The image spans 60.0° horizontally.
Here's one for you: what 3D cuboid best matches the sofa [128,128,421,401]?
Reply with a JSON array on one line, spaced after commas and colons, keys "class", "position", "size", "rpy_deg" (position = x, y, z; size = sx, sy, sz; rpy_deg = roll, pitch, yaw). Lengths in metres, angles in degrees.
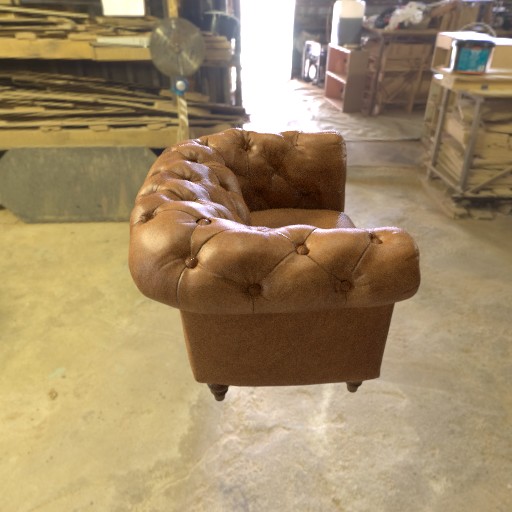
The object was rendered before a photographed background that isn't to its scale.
[{"class": "sofa", "position": [0.000, 0.000, 2.091], "size": [1.033, 0.878, 1.405], "rpy_deg": [-1, 32, -2]}]
